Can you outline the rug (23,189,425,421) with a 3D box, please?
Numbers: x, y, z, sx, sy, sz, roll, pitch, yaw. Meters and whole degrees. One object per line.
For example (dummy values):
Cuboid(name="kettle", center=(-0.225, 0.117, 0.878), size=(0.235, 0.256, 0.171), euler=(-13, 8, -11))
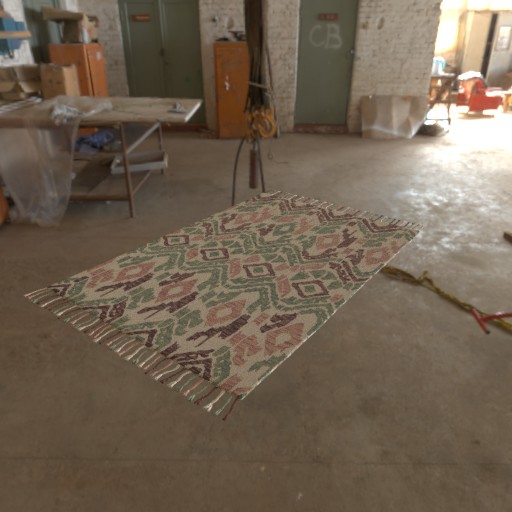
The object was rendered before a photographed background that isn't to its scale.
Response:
Cuboid(name="rug", center=(0.000, 0.000, 2.990), size=(1.524, 0.011, 2.438), euler=(19, 33, 33))
